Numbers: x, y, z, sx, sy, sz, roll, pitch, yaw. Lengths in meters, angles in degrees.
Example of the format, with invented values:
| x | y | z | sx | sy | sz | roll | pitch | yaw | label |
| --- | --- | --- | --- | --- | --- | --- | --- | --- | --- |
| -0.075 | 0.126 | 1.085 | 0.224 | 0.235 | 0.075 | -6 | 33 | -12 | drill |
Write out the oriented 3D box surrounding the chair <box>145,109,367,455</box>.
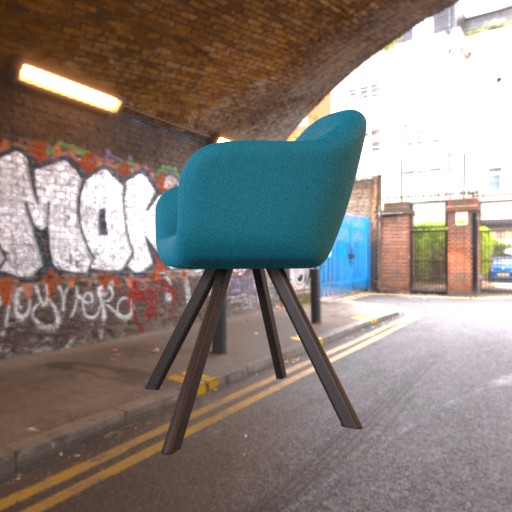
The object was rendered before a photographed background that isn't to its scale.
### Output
| x | y | z | sx | sy | sz | roll | pitch | yaw | label |
| --- | --- | --- | --- | --- | --- | --- | --- | --- | --- |
| 0.000 | 0.000 | 1.199 | 0.550 | 0.795 | 0.590 | 0 | 0 | -18 | chair |
